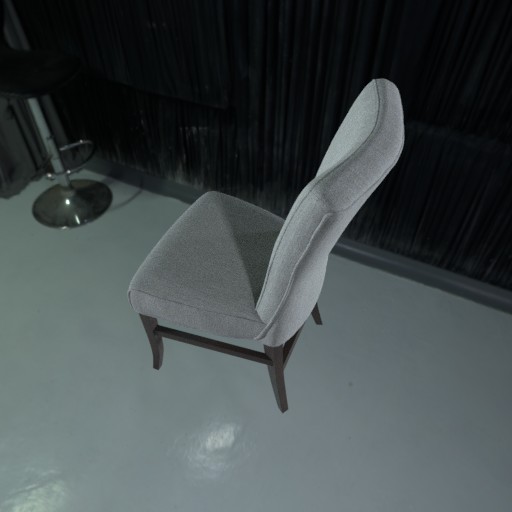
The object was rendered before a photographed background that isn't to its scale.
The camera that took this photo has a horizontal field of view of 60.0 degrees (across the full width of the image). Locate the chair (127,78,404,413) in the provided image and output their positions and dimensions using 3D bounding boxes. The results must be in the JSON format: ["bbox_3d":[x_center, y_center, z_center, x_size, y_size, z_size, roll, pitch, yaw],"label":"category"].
[{"bbox_3d":[0.000,0.000,1.344,0.660,0.991,0.520,18,49,16],"label":"chair"}]
